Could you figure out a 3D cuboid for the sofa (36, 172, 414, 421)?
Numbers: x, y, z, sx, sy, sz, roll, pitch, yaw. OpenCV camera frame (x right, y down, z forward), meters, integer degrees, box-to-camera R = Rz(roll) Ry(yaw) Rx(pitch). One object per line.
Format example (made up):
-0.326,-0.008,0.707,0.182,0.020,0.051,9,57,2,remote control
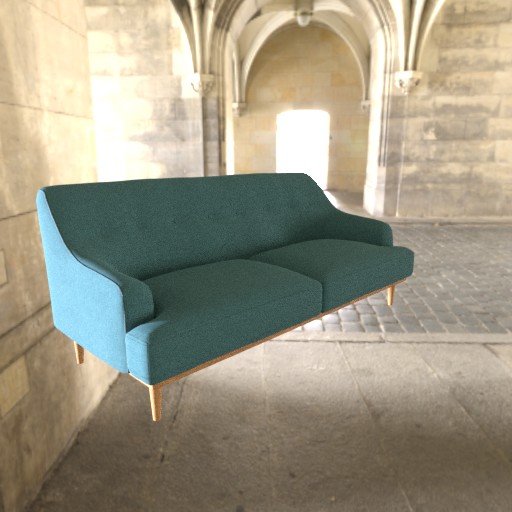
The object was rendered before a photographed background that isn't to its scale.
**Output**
0.000,0.000,2.534,0.978,0.871,2.057,13,18,43,sofa
